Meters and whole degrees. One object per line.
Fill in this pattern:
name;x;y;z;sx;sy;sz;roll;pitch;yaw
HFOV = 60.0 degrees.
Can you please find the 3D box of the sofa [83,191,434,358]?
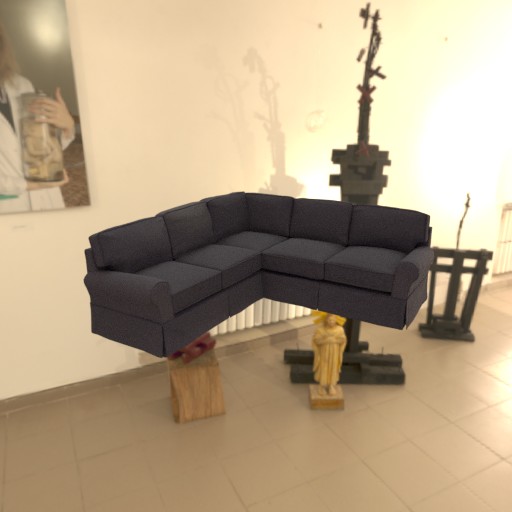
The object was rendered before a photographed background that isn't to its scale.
sofa;0.000;0.000;5.130;3.773;1.169;2.874;-8;19;-26
